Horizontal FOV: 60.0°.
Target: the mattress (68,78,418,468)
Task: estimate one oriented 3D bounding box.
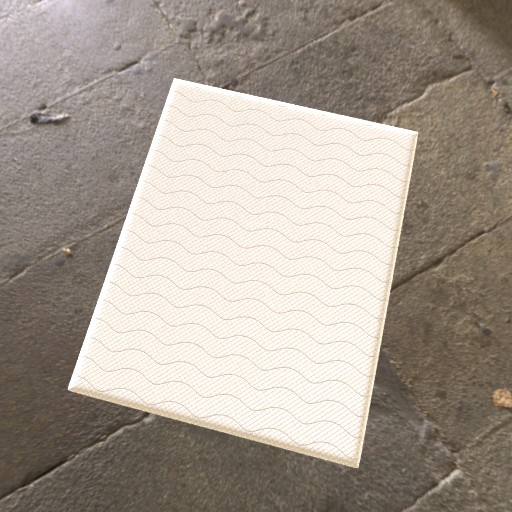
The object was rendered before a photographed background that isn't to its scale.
[{"bbox_3d":[0.000,0.000,2.683,1.600,0.230,2.000,14,76,3],"label":"mattress"}]
